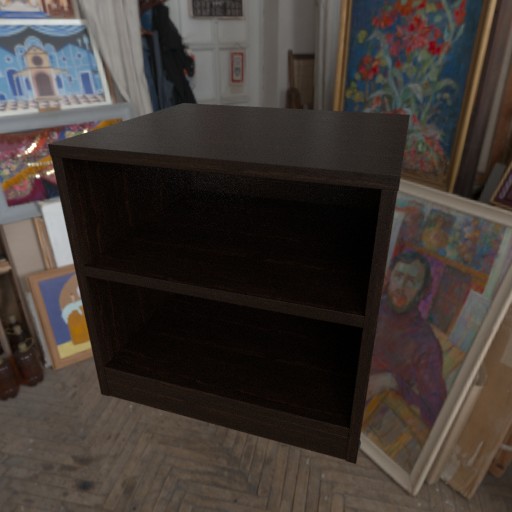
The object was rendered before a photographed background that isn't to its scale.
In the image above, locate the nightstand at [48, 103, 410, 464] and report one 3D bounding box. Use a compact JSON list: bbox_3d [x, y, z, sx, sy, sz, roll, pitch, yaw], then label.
[{"bbox_3d":[0.000,0.000,0.858,0.489,0.487,0.427,9,28,16],"label":"nightstand"}]
